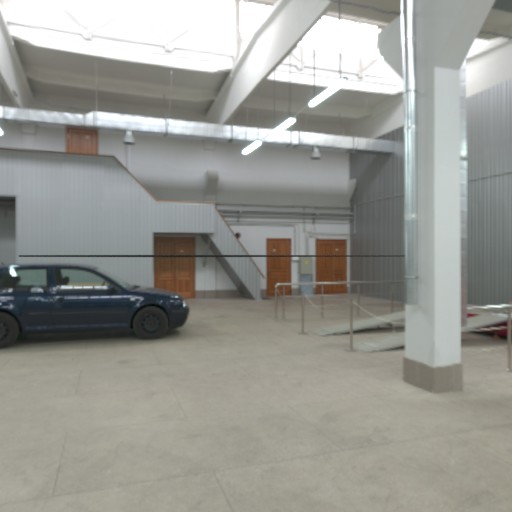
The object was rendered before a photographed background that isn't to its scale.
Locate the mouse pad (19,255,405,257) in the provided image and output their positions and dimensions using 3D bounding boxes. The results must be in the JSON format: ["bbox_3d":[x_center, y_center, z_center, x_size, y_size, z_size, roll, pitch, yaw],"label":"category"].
[{"bbox_3d":[0.000,0.000,1.037,0.424,0.003,0.907,0,0,36],"label":"mouse pad"}]
